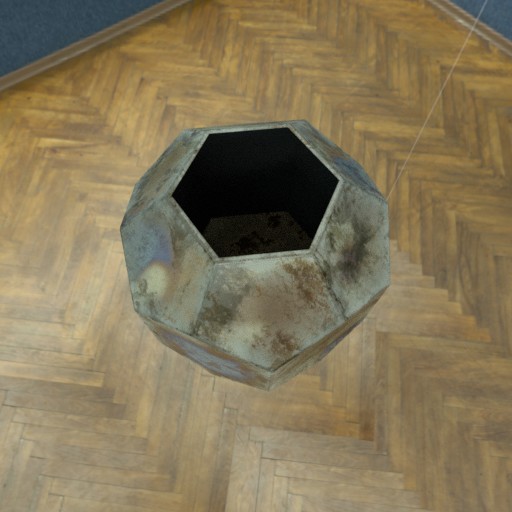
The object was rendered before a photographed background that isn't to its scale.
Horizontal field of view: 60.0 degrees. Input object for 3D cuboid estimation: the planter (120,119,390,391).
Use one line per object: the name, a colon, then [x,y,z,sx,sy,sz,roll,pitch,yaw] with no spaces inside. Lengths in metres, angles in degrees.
planter: [0.000,0.000,0.433,0.243,0.238,0.221,-33,69,-14]
